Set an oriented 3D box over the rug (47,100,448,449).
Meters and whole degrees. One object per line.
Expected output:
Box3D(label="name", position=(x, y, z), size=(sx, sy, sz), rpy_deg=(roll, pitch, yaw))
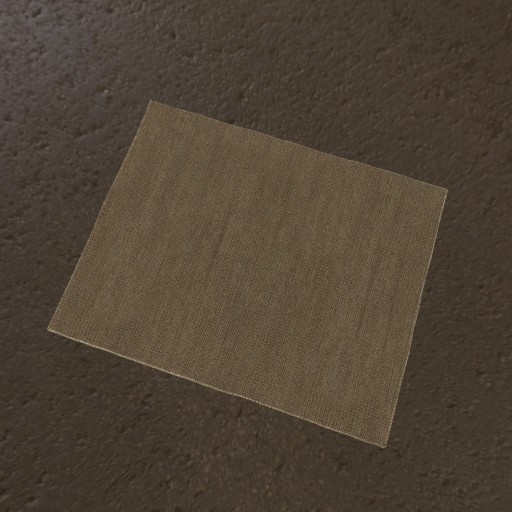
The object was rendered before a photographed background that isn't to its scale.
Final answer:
Box3D(label="rug", position=(0.000, 0.000, 4.035), size=(3.052, 0.030, 2.429), rpy_deg=(18, 76, 5))
